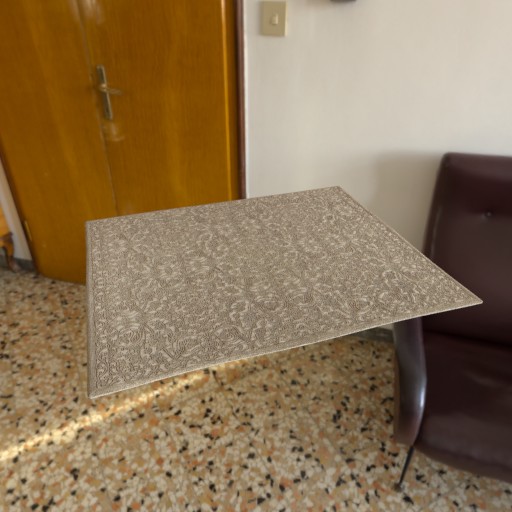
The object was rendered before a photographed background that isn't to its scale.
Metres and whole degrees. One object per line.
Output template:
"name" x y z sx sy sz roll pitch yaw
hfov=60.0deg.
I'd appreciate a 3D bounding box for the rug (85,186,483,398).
"rug" 0.000 0.000 4.124 3.017 0.035 2.472 -10 33 -16
